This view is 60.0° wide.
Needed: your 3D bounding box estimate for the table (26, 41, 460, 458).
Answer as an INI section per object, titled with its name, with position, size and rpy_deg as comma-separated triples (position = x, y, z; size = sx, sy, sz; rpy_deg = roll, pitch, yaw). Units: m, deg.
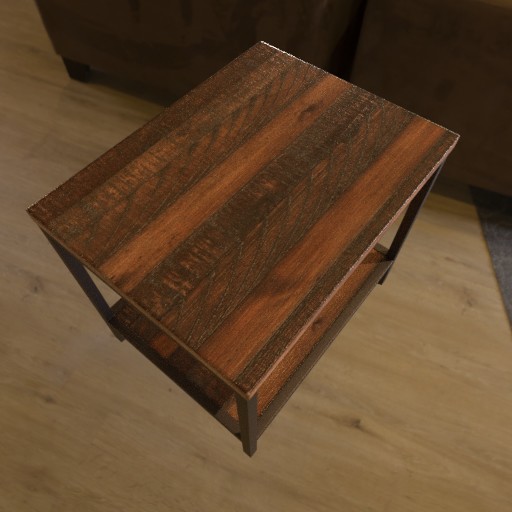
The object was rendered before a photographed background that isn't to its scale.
[table]
position = 0.000, 0.000, 1.110
size = 0.524, 0.612, 0.678
rpy_deg = 35, 64, 20
